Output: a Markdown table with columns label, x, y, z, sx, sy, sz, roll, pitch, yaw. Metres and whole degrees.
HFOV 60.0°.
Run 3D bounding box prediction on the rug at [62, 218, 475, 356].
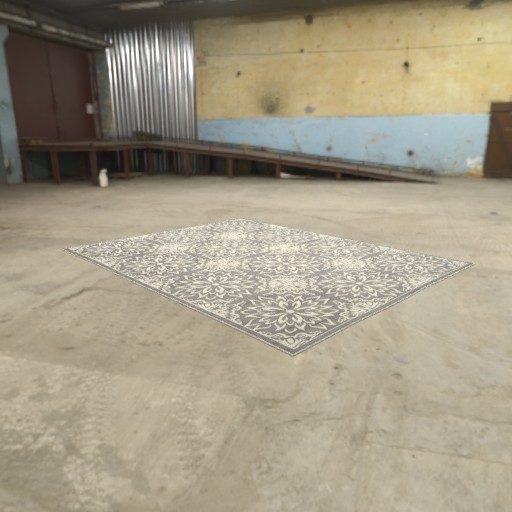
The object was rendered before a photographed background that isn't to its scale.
| label | x | y | z | sx | sy | sz | roll | pitch | yaw |
| --- | --- | --- | --- | --- | --- | --- | --- | --- | --- |
| rug | 0.000 | 0.000 | 4.046 | 2.363 | 0.012 | 2.980 | -14 | 21 | -42 |
